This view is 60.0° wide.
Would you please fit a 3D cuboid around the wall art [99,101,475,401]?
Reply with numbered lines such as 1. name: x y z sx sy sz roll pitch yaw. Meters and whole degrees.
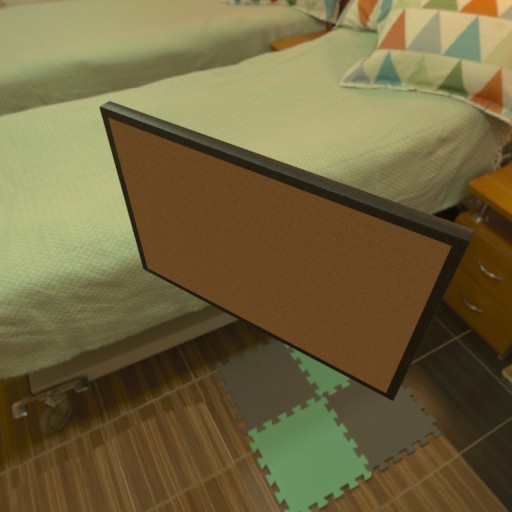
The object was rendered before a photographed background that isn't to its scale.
1. wall art: 0.000 0.000 1.175 0.912 0.612 0.038 25 51 22
